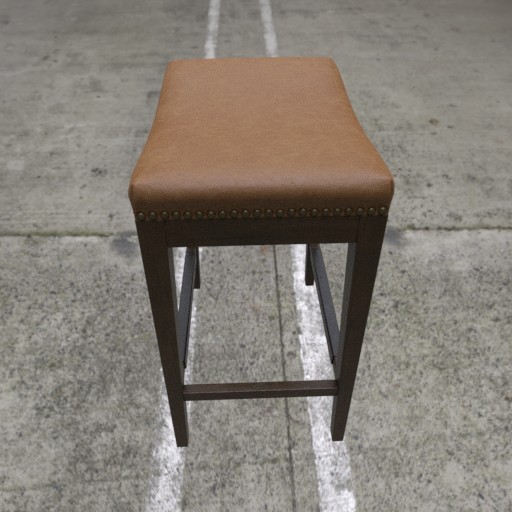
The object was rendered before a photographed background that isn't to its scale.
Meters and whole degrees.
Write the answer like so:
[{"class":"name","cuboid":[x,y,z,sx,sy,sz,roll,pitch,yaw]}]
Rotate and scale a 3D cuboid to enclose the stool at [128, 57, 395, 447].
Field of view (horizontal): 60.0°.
[{"class":"stool","cuboid":[0.000,0.000,0.931,0.361,0.660,0.500,-1,42,-2]}]
